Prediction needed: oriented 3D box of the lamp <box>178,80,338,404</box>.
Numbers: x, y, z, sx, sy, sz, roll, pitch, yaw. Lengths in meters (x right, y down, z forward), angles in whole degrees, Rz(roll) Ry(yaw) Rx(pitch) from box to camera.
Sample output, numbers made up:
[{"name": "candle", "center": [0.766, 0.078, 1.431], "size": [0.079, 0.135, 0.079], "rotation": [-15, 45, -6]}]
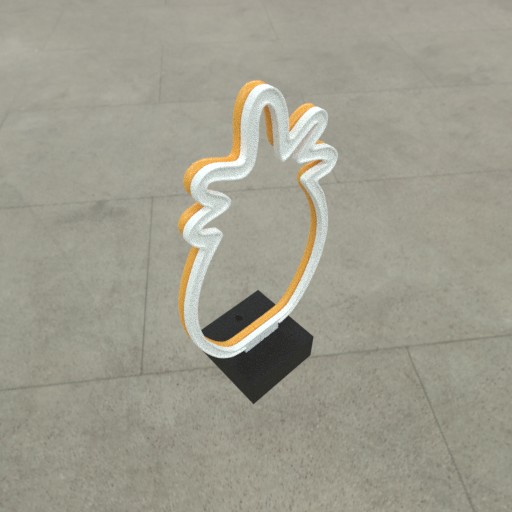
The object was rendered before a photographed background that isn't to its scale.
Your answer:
[{"name": "lamp", "center": [0.000, 0.000, 0.392], "size": [0.167, 0.317, 0.088], "rotation": [-33, 54, -28]}]
